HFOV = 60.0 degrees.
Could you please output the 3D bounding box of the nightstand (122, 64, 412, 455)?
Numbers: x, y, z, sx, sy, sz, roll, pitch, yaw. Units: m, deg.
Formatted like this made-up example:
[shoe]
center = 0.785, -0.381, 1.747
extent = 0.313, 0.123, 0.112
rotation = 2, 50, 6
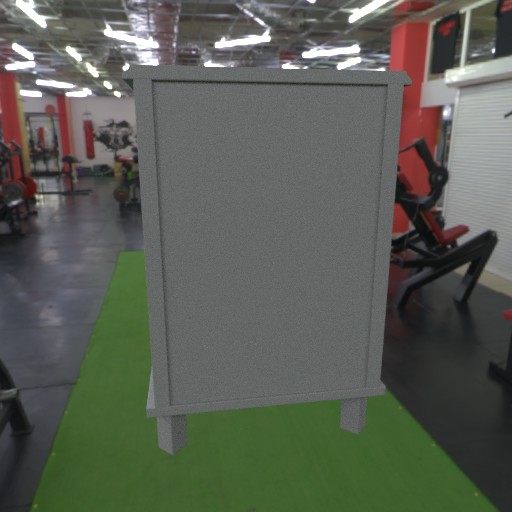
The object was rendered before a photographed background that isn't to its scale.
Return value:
[nightstand]
center = 0.000, 0.000, 0.924
extent = 0.450, 0.680, 0.350
rotation = -2, 15, -9
